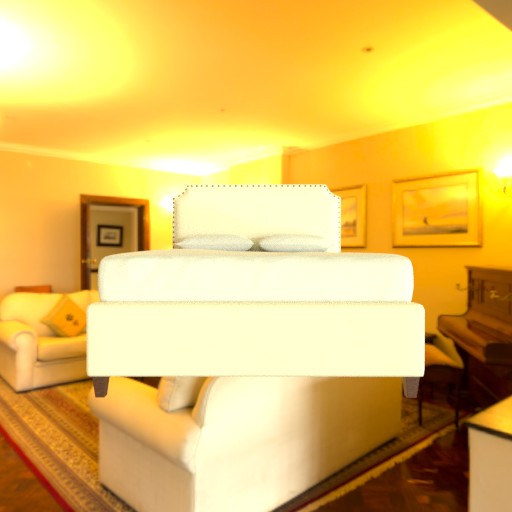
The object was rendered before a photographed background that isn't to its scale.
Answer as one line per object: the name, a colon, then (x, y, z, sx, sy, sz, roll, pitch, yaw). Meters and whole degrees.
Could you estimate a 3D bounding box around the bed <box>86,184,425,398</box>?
bed: (0.000, 0.000, 3.367, 1.703, 1.415, 2.329, 0, 0, 0)
